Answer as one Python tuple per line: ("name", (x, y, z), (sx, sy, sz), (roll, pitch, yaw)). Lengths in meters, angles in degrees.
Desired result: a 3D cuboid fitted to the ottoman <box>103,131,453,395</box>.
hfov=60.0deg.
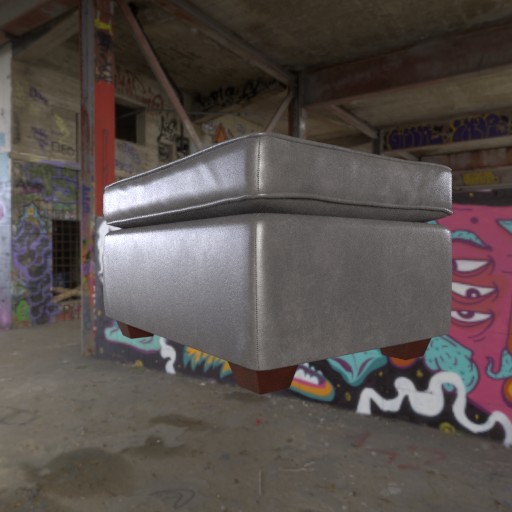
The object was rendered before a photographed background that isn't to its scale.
("ottoman", (0.000, 0.000, 1.109), (0.554, 0.445, 0.756), (0, 1, -36))
